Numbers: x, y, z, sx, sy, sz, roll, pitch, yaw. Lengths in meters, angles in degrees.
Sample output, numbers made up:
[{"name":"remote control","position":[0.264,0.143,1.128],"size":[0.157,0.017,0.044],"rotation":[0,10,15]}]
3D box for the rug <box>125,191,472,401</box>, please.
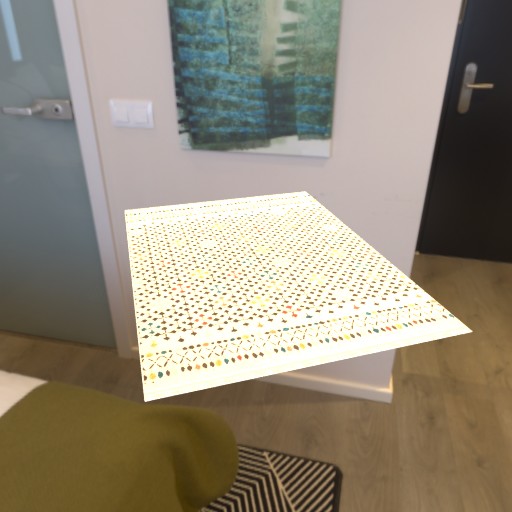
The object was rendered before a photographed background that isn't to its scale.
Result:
[{"name":"rug","position":[0.000,0.000,2.098],"size":[1.146,0.006,1.556],"rotation":[-8,29,-15]}]
